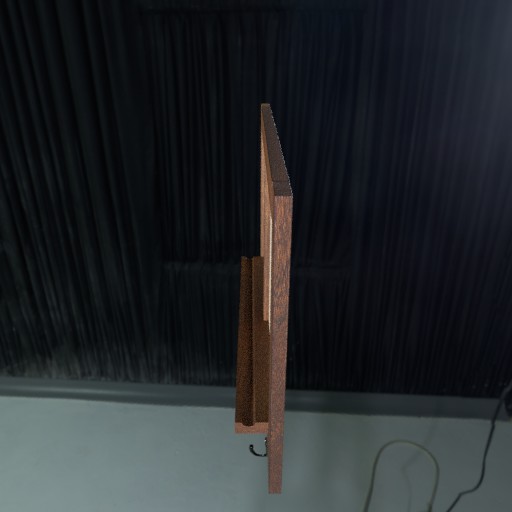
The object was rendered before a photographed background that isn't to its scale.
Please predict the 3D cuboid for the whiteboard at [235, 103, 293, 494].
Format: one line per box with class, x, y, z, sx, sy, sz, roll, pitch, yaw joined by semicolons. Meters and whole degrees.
whiteboard;0.000;0.000;1.016;0.083;0.559;0.783;0;27;-1
